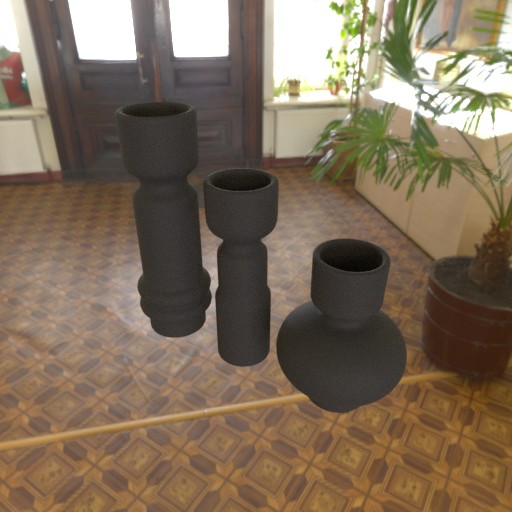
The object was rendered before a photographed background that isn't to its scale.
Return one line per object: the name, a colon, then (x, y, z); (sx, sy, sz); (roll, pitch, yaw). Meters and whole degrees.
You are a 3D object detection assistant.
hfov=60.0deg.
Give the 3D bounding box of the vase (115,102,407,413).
vase: (0.000, 0.000, 0.425); (0.307, 0.249, 0.120); (18, 34, 28)
